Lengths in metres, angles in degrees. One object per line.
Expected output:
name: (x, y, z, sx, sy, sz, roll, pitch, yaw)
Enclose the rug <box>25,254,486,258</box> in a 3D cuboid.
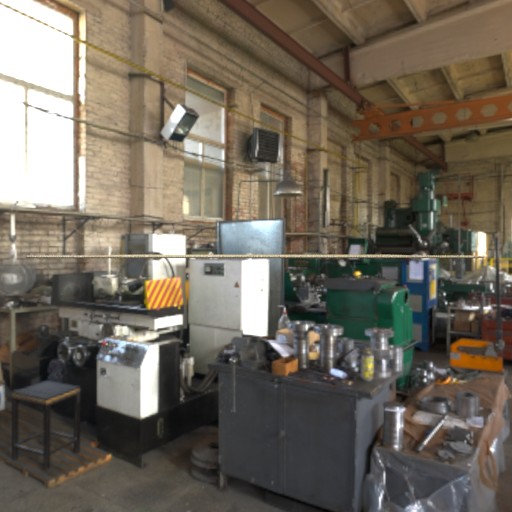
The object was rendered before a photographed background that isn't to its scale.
rug: (0.000, 0.000, 5.166, 3.935, 0.025, 2.782, 0, 0, 1)
